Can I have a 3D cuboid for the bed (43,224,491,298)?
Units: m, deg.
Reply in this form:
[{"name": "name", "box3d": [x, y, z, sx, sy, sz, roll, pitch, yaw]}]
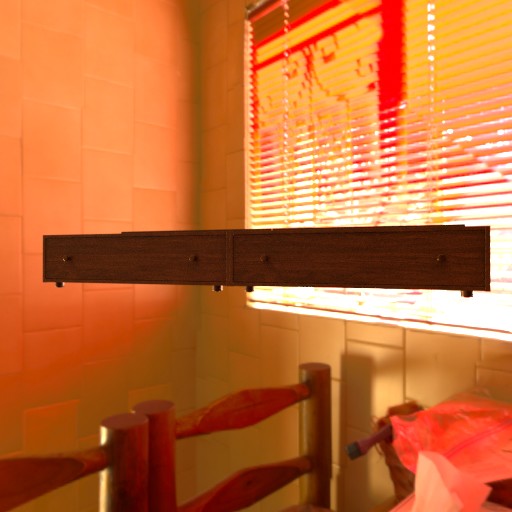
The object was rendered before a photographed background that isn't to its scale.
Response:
[{"name": "bed", "box3d": [0.000, 0.000, 2.301, 2.057, 0.326, 0.787, 0, 0, 18]}]
